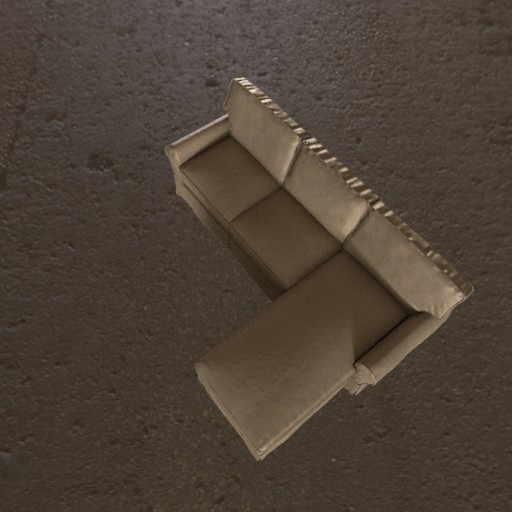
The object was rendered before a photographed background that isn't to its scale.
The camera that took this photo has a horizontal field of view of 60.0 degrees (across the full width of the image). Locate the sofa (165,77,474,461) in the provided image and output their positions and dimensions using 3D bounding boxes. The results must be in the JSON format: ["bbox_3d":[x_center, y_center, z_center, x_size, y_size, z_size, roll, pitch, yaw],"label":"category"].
[{"bbox_3d":[0.000,0.000,3.362,1.733,0.978,2.475,-35,69,-16],"label":"sofa"}]
